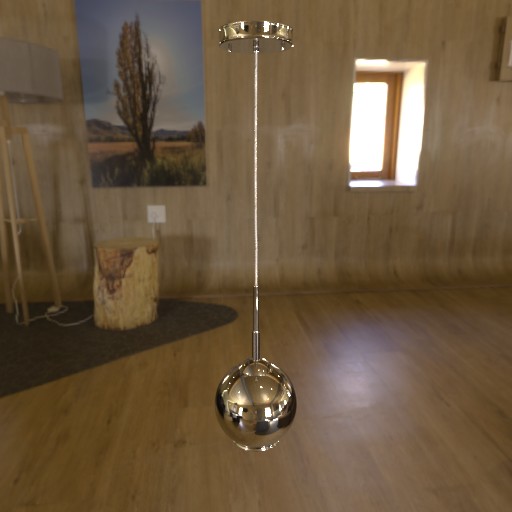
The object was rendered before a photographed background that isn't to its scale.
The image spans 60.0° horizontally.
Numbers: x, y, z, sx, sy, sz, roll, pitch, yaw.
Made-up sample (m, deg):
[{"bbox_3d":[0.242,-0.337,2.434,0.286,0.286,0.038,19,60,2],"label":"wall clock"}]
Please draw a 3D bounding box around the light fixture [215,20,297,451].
[{"bbox_3d":[0.000,0.000,1.655,0.336,1.538,0.336,2,14,9],"label":"light fixture"}]
